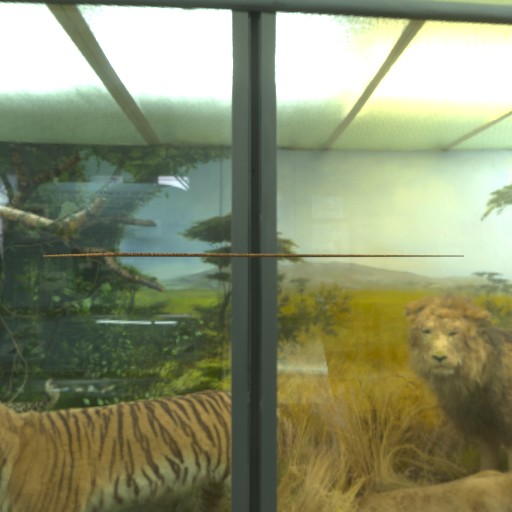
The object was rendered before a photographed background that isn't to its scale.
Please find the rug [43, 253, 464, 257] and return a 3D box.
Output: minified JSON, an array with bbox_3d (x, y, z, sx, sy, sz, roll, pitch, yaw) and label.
[{"bbox_3d":[0.000,0.000,2.194,1.747,0.006,1.143,0,0,-35],"label":"rug"}]
